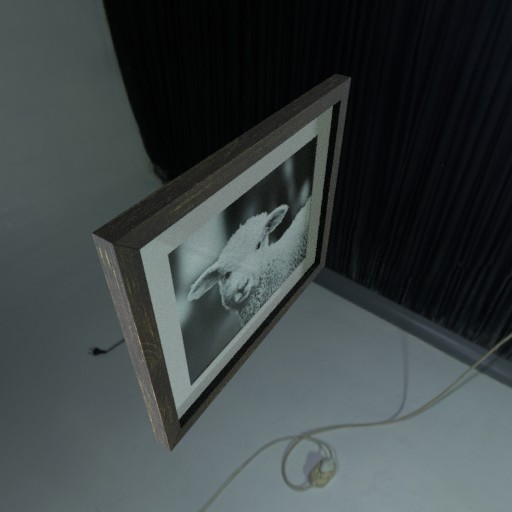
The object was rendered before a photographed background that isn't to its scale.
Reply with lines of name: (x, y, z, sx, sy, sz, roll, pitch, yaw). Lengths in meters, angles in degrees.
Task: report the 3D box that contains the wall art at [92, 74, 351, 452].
wall art: (0.000, 0.000, 0.775, 0.032, 0.457, 0.558, 24, 47, 25)
